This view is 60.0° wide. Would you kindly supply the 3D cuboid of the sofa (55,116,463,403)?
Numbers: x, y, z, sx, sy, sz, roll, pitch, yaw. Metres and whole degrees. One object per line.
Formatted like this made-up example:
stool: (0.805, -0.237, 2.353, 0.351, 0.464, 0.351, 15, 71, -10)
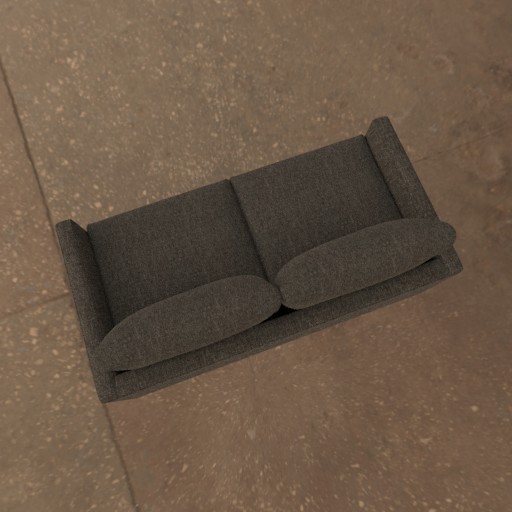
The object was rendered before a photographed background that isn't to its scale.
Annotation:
sofa: (0.000, 0.000, 2.201, 1.716, 0.862, 0.866, -19, 75, -5)
